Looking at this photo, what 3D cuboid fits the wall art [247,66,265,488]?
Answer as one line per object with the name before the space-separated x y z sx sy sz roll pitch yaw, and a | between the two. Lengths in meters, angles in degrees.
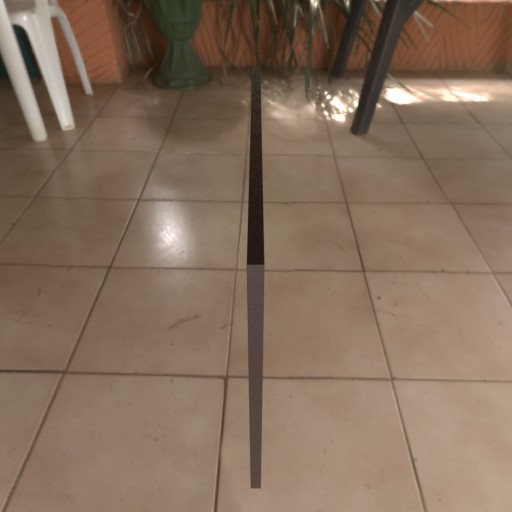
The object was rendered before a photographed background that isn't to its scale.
wall art | 0.000 0.000 1.594 0.034 0.952 1.207 0 40 0
